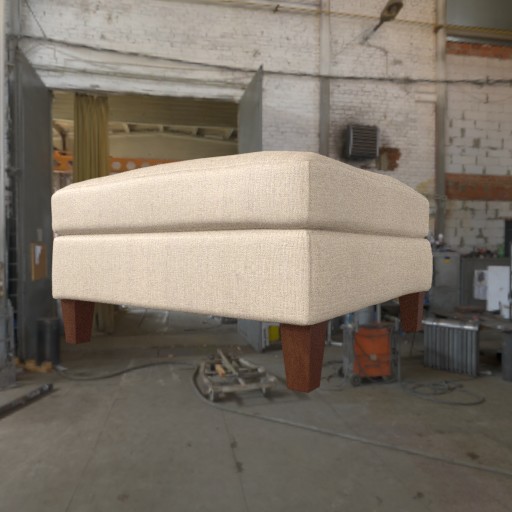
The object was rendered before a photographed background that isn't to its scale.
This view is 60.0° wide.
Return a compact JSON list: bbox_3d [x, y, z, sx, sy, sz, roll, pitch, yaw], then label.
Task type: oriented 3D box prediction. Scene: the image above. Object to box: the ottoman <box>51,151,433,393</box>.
[{"bbox_3d":[0.000,0.000,1.328,0.838,0.481,0.838,1,1,35],"label":"ottoman"}]
